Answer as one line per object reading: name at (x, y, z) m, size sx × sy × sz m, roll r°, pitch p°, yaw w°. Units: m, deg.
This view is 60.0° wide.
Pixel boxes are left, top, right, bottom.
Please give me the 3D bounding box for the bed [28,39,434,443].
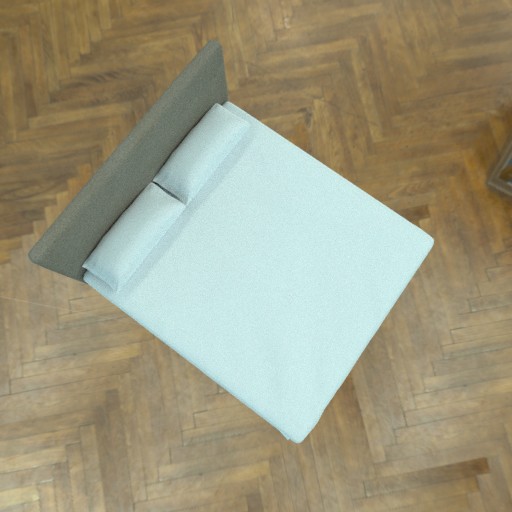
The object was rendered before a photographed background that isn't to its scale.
bed at (0.000, 0.000, 3.569) m, size 2.341 × 1.317 × 2.119 m, roll 36°, pitch 81°, yaw 7°
